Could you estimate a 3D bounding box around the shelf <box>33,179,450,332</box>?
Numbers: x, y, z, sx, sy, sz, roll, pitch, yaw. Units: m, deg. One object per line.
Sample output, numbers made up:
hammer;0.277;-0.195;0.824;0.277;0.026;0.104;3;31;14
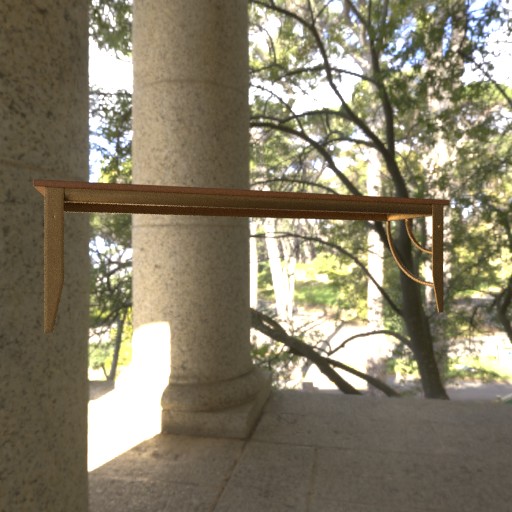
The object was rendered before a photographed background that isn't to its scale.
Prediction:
shelf;0.000;0.000;0.727;0.636;0.190;0.166;0;0;-19
